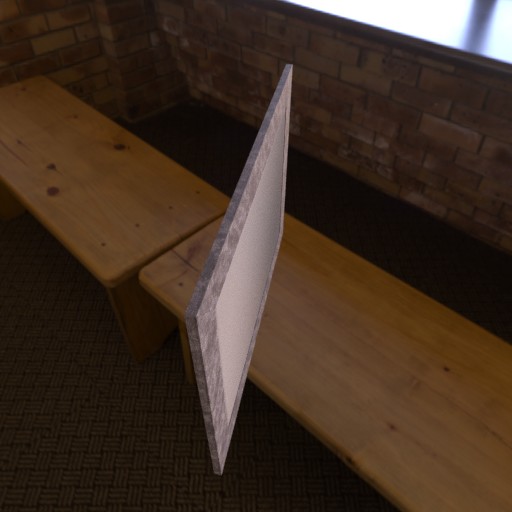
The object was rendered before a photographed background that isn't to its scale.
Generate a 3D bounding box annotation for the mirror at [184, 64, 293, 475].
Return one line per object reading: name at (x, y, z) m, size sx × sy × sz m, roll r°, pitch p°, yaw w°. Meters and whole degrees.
mirror at (0.000, 0.000, 1.438) m, size 0.022 × 0.795 × 1.101 m, roll 9°, pitch 46°, yaw 8°
